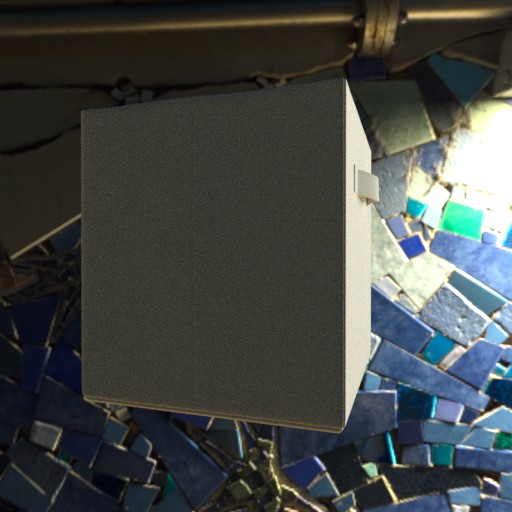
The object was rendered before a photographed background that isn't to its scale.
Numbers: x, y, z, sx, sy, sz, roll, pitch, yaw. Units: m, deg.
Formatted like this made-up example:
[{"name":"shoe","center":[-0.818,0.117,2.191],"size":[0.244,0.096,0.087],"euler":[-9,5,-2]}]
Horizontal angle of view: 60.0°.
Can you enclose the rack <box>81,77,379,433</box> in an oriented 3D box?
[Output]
[{"name":"rack","center":[0.000,0.000,0.507],"size":[0.270,0.280,0.270],"euler":[0,1,19]}]
